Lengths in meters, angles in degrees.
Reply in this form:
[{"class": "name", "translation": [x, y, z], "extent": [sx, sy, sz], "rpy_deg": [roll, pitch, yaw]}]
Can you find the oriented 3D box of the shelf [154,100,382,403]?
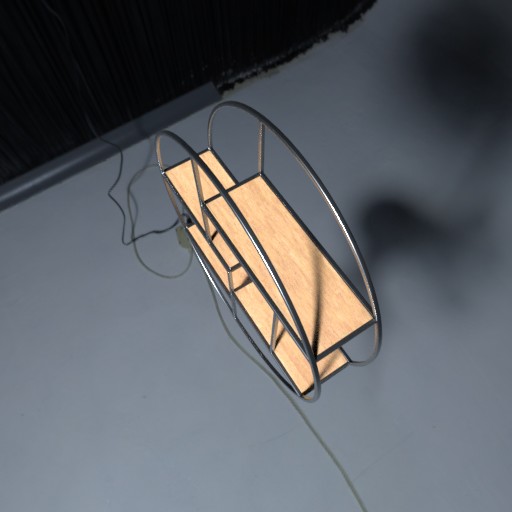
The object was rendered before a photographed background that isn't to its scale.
[{"class": "shelf", "translation": [0.000, 0.000, 1.356], "extent": [0.202, 0.888, 0.888], "rpy_deg": [-30, 67, -14]}]
